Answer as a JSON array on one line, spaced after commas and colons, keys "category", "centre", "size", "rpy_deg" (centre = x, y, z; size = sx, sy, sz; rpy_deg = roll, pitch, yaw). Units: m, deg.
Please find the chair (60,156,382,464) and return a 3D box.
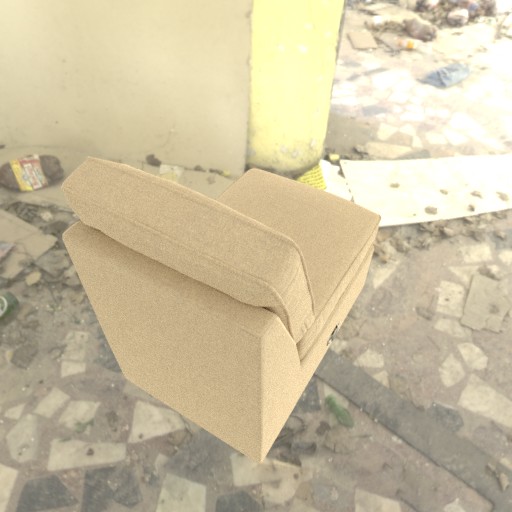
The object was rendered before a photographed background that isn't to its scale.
[{"category": "chair", "centre": [0.000, 0.000, 1.527], "size": [0.621, 0.970, 0.938], "rpy_deg": [24, 50, 21]}]
